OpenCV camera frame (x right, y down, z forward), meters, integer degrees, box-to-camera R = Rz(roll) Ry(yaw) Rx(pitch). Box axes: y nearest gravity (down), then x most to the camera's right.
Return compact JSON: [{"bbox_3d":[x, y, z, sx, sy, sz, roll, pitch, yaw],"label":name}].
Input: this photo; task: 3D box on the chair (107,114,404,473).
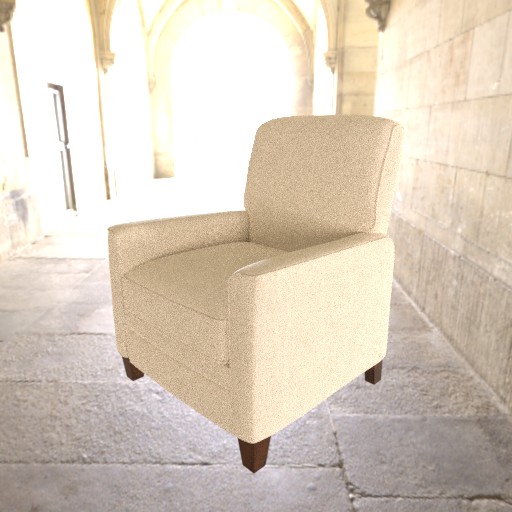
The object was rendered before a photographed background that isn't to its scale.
[{"bbox_3d":[0.000,0.000,1.672,0.858,1.028,0.841,-15,22,-43],"label":"chair"}]
